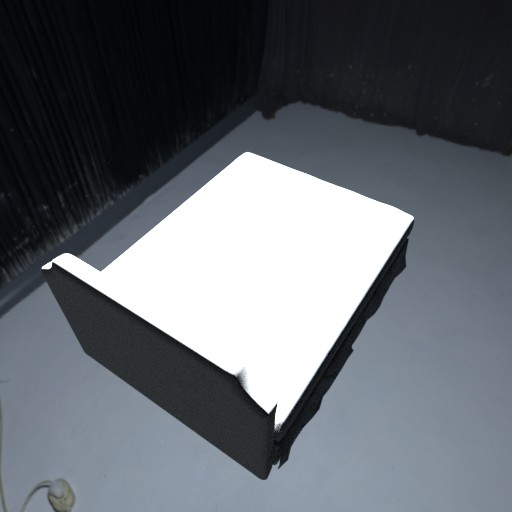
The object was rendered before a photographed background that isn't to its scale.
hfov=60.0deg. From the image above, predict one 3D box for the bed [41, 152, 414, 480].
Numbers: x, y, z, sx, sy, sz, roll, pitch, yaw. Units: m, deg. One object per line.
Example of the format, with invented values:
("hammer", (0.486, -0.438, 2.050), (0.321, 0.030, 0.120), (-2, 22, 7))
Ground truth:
("bed", (0.000, 0.000, 3.621), (1.977, 1.293, 2.498), (26, 52, 22))
